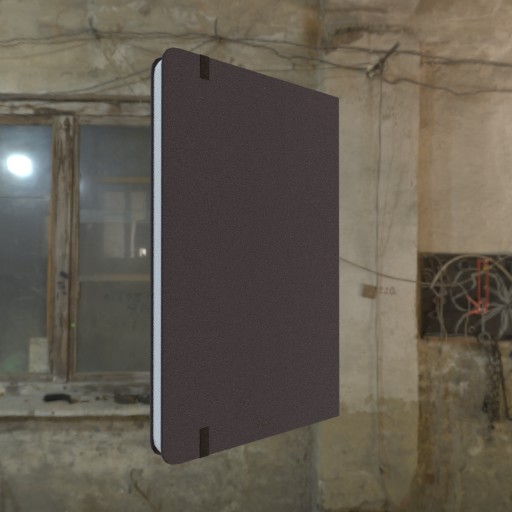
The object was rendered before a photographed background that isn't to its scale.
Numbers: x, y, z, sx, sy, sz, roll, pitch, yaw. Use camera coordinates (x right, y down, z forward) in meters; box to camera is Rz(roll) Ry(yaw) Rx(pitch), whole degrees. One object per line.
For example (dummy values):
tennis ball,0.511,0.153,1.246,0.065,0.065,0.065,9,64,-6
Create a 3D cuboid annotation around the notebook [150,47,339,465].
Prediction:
notebook,0.000,0.000,0.264,0.127,0.213,0.016,0,-1,-36
